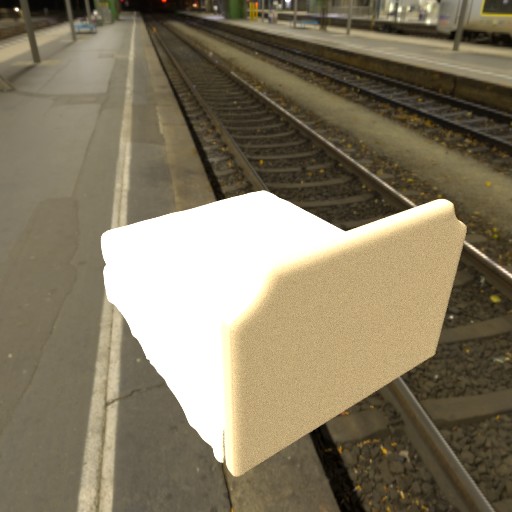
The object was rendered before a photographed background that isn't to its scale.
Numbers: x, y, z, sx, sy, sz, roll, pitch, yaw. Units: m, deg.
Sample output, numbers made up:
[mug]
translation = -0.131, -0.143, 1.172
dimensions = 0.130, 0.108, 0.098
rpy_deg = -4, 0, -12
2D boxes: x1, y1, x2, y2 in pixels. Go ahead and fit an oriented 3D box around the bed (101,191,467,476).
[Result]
[bed]
translation = 0.000, 0.000, 3.900
dimensions = 2.134, 1.524, 2.548
rpy_deg = -19, 35, -29
